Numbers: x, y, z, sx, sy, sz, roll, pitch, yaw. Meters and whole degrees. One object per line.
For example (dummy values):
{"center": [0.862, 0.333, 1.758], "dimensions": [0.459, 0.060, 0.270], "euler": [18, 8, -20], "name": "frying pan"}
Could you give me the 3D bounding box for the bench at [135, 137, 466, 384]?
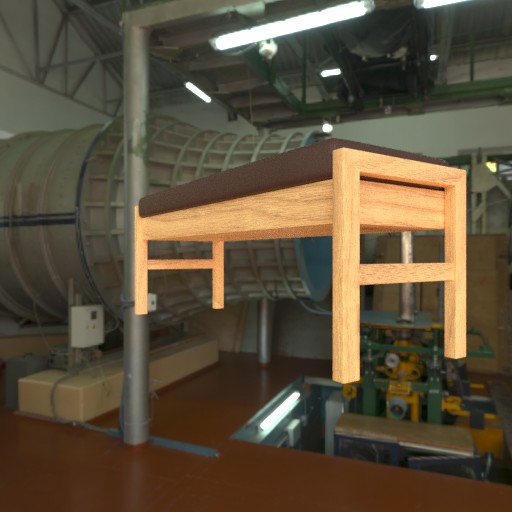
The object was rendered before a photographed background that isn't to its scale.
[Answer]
{"center": [0.000, 0.000, 1.443], "dimensions": [0.405, 0.480, 1.200], "euler": [0, 0, -34], "name": "bench"}
